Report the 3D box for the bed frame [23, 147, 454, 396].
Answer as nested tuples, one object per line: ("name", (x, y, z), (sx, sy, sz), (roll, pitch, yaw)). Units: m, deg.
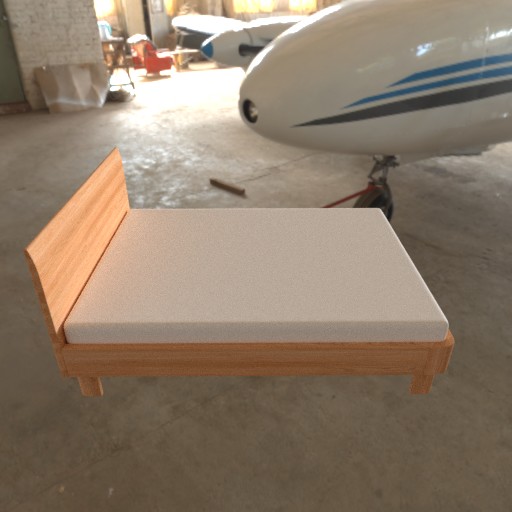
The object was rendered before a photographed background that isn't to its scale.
("bed frame", (0.000, 0.000, 2.759), (1.992, 0.940, 1.472), (0, 31, 0))
